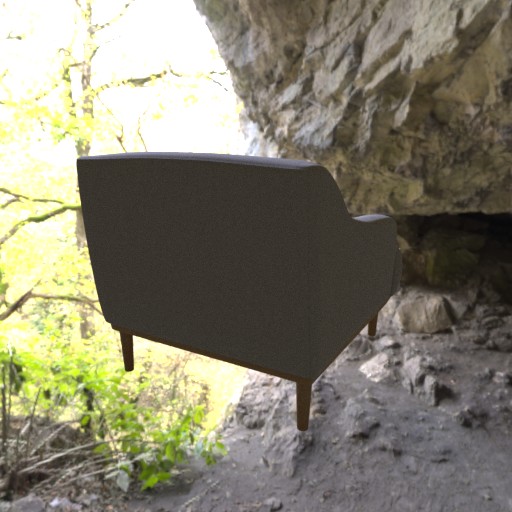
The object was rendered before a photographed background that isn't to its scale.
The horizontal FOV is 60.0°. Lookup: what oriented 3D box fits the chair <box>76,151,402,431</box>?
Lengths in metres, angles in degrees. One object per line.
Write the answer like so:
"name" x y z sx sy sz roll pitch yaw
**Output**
"chair" 0.000 0.000 1.705 0.946 0.818 0.951 9 18 27
